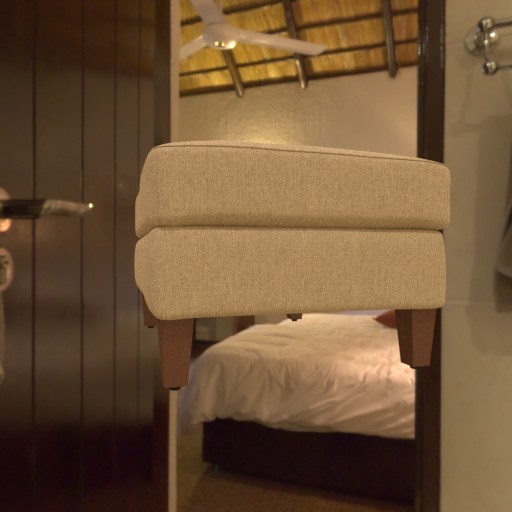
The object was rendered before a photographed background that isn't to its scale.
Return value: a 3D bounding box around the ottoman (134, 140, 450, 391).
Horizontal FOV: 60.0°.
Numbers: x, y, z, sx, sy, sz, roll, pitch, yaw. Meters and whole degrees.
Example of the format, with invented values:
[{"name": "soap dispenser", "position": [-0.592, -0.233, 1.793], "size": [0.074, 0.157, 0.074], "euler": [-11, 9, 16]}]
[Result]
[{"name": "ottoman", "position": [0.000, 0.000, 1.309], "size": [0.677, 0.519, 0.898], "euler": [0, 0, -17]}]
